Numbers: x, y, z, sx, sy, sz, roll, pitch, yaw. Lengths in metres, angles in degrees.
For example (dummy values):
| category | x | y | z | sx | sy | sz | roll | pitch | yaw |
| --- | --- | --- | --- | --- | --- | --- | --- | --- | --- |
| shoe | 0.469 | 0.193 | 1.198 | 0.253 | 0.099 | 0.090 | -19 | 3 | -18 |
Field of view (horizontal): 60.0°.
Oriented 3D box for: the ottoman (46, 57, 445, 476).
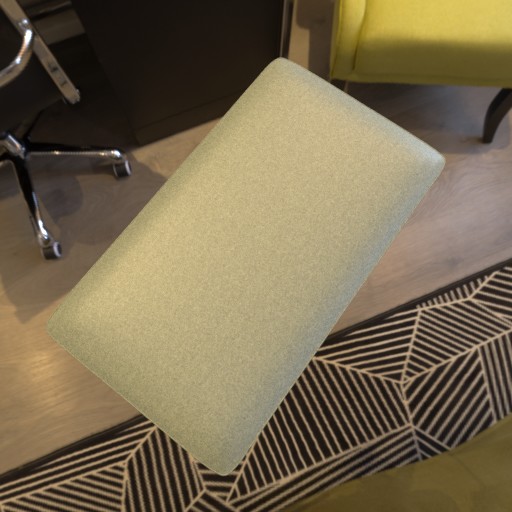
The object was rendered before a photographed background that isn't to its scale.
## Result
| category | x | y | z | sx | sy | sz | roll | pitch | yaw |
| --- | --- | --- | --- | --- | --- | --- | --- | --- | --- |
| ottoman | 0.000 | 0.000 | 1.520 | 0.681 | 0.494 | 1.173 | 36 | 77 | 9 |
